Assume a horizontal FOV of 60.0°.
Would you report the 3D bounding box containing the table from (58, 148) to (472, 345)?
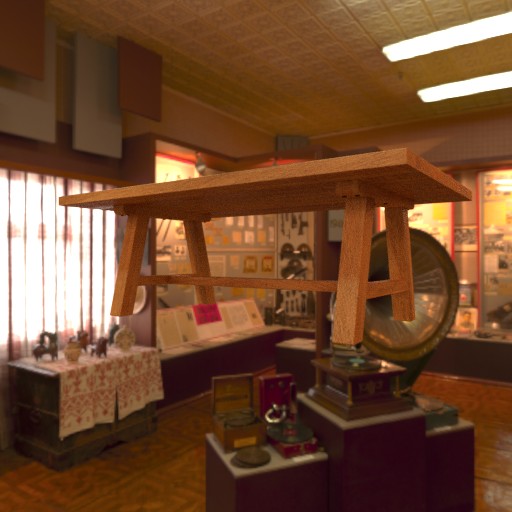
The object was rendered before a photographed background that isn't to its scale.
[{"bbox_3d":[0.000,0.000,1.627,1.320,0.455,0.760,0,0,35],"label":"table"}]
